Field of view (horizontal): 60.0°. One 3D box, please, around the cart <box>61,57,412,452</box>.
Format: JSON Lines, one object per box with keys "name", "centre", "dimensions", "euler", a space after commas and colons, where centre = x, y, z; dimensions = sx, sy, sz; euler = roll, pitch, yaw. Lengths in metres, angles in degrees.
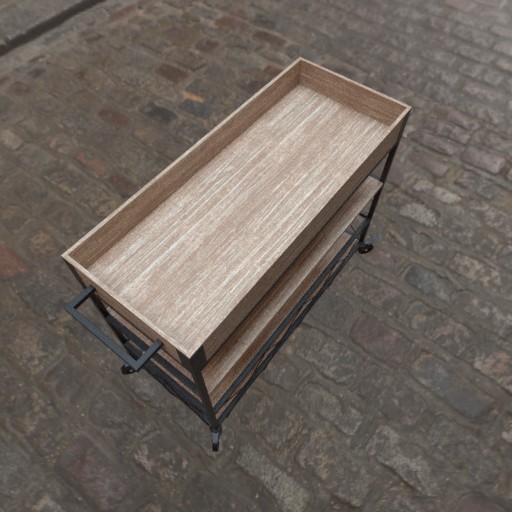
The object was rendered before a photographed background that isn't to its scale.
{"name": "cart", "centre": [0.000, 0.000, 1.482], "dimensions": [0.500, 0.787, 1.101], "euler": [33, 63, 19]}
